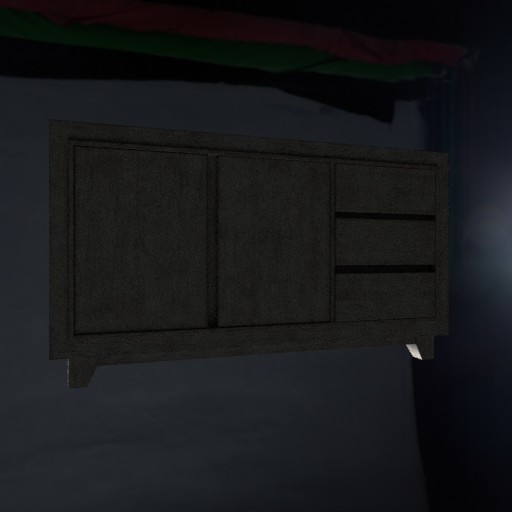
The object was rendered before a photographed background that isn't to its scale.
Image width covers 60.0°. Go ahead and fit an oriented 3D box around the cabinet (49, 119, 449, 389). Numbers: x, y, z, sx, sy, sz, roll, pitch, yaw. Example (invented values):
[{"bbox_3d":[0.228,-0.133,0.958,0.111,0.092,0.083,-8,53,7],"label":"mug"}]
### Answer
[{"bbox_3d":[0.000,0.000,1.789,1.460,0.825,0.511,0,0,-17],"label":"cabinet"}]
